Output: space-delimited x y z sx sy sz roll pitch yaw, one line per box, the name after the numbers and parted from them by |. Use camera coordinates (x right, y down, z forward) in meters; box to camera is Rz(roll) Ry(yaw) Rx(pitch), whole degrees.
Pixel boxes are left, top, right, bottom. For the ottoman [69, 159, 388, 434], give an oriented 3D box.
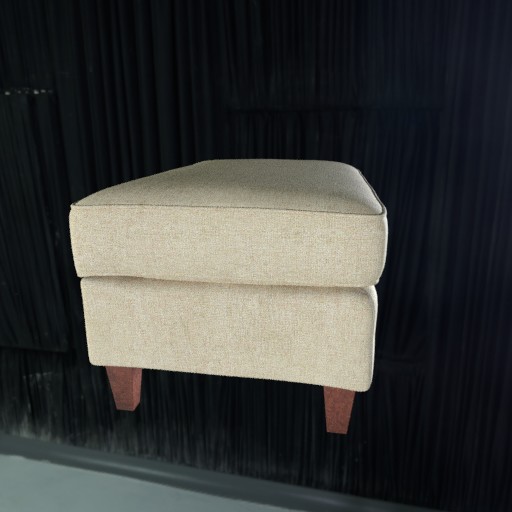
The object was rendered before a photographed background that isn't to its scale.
0.000 0.000 1.208 0.583 0.484 0.862 2 16 9 | ottoman
